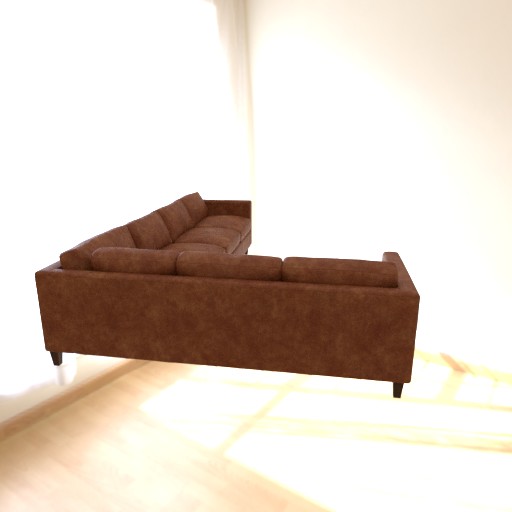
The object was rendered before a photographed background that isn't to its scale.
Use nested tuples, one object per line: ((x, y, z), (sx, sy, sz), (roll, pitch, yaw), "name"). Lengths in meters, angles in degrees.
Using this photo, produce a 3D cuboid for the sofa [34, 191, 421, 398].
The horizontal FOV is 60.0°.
((0.000, 0.000, 4.270), (2.438, 0.838, 3.150), (3, 16, 9), "sofa")
